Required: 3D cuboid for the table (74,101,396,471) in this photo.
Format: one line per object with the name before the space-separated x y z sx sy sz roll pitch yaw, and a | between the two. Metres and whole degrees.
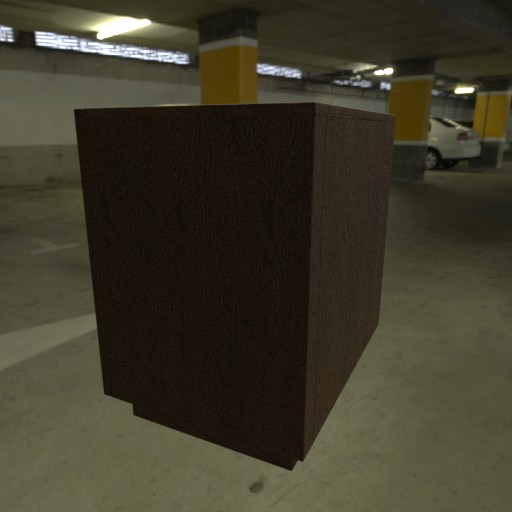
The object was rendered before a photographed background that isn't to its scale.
table | 0.000 0.000 0.949 0.439 0.585 0.560 8 18 25
